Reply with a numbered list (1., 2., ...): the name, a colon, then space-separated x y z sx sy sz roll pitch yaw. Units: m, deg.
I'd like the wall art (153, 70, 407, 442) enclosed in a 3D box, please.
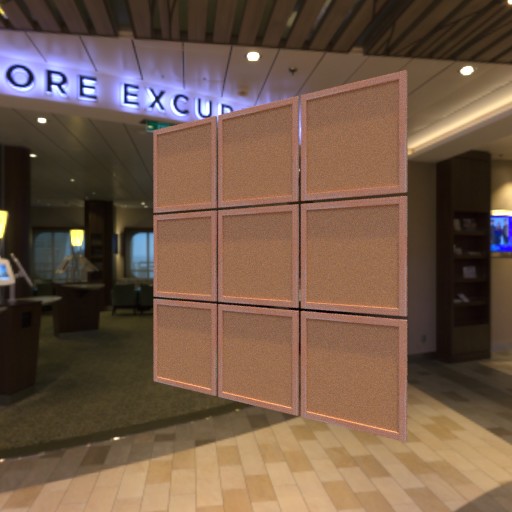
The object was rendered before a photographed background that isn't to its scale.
1. wall art: 0.000 0.000 1.809 1.216 1.220 0.013 0 0 35
